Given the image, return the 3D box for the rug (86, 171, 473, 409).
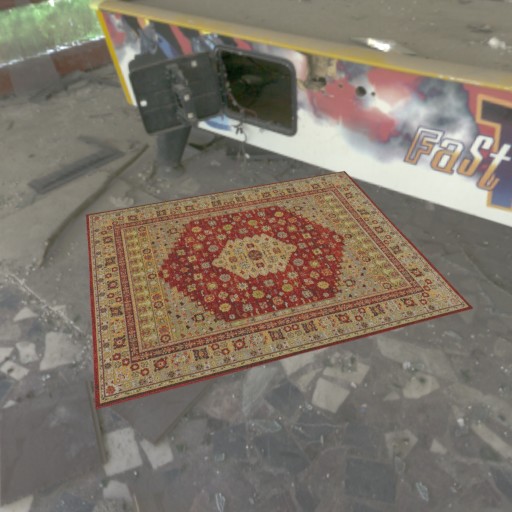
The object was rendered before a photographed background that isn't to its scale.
[{"bbox_3d":[0.000,0.000,4.215,3.053,0.013,2.387,-12,42,-13],"label":"rug"}]
